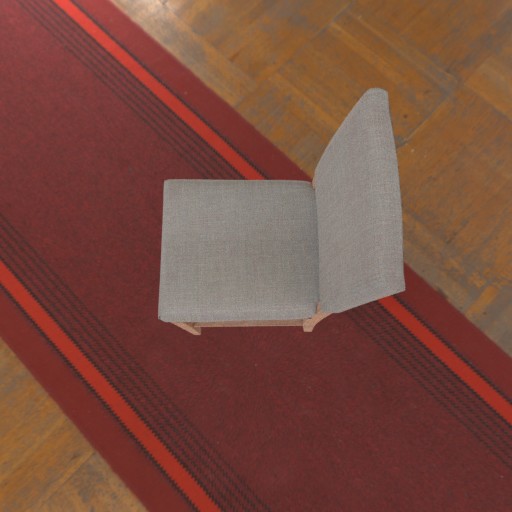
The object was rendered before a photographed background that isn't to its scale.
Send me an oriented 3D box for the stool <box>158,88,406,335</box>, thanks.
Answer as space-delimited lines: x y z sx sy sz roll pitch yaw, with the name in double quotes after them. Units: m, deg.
0.000 0.000 1.461 0.585 1.203 0.445 0 76 0 "stool"
